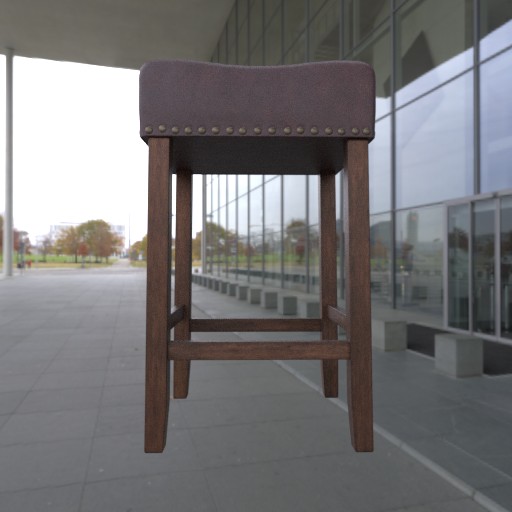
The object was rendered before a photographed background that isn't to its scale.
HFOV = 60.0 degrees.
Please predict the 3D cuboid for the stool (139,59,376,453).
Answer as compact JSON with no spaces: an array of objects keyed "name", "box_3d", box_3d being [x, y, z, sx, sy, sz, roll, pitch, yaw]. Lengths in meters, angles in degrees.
[{"name":"stool","box_3d":[0.000,0.000,1.051,0.465,0.769,0.401,0,0,-1]}]
